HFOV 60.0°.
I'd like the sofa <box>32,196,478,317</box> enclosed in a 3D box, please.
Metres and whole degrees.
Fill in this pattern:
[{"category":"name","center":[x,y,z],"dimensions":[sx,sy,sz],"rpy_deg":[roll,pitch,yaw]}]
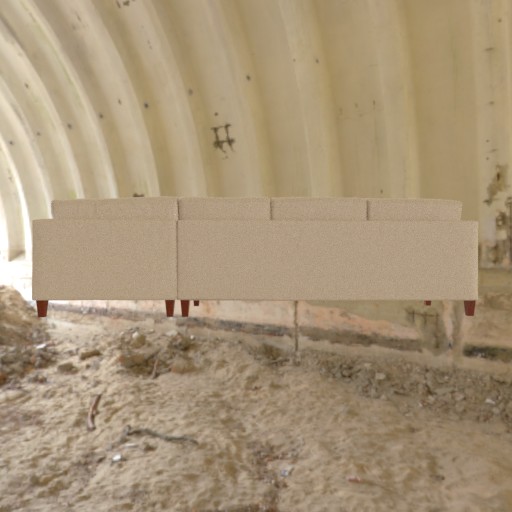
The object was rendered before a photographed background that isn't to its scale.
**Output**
[{"category":"sofa","center":[0.000,0.000,4.188],"dimensions":[3.471,0.954,1.606],"rpy_deg":[0,-1,-1]}]
